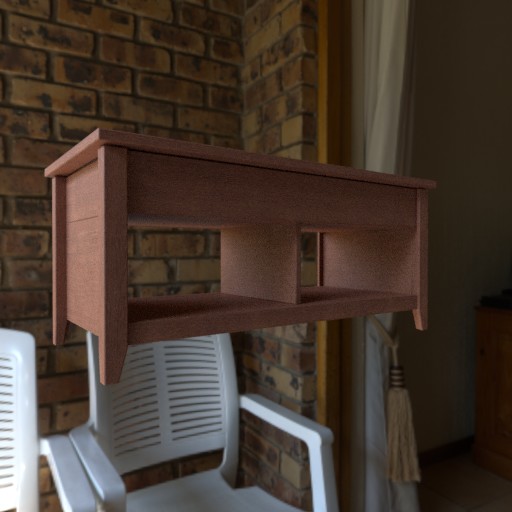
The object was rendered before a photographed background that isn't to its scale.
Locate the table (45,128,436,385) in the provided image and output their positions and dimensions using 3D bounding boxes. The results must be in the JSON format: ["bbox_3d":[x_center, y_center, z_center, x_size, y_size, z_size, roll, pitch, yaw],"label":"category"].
[{"bbox_3d":[0.000,0.000,1.262,1.016,0.457,0.483,0,1,-36],"label":"table"}]
